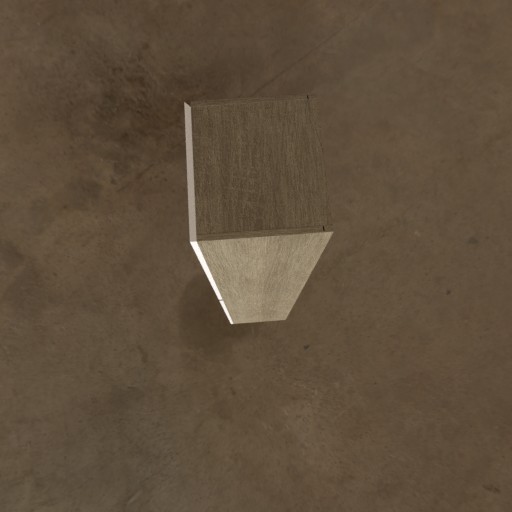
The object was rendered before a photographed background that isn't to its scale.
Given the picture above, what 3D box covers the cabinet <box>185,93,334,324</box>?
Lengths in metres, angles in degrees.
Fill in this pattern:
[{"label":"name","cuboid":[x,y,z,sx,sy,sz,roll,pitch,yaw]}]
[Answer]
[{"label":"cabinet","cuboid":[0.000,0.000,1.545,0.270,1.400,0.300,-4,75,-1]}]
